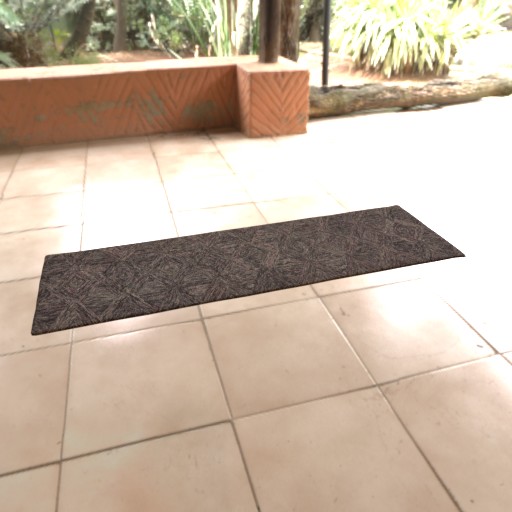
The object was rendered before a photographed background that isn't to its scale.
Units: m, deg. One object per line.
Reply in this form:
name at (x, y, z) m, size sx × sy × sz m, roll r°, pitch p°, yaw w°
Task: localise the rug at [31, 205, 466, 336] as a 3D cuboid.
rug at (0.000, 0.000, 2.528) m, size 2.305 × 0.013 × 0.719 m, roll -9°, pitch 33°, yaw -15°
